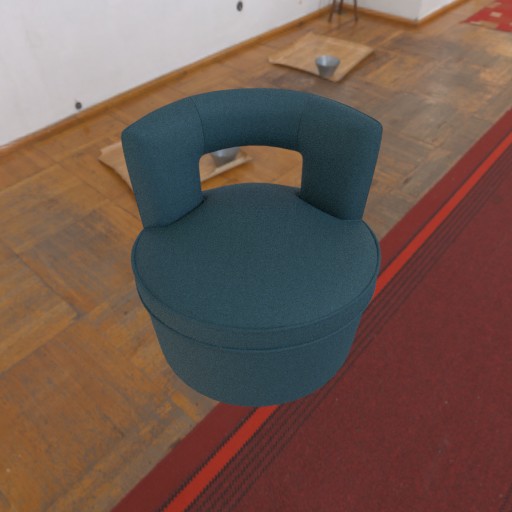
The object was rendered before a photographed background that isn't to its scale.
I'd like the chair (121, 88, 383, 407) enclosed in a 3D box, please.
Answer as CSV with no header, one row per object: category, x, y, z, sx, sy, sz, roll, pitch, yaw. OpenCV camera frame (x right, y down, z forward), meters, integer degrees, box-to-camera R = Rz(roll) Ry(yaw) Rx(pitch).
chair,0.000,0.000,1.263,0.684,0.711,0.660,-3,45,-3
